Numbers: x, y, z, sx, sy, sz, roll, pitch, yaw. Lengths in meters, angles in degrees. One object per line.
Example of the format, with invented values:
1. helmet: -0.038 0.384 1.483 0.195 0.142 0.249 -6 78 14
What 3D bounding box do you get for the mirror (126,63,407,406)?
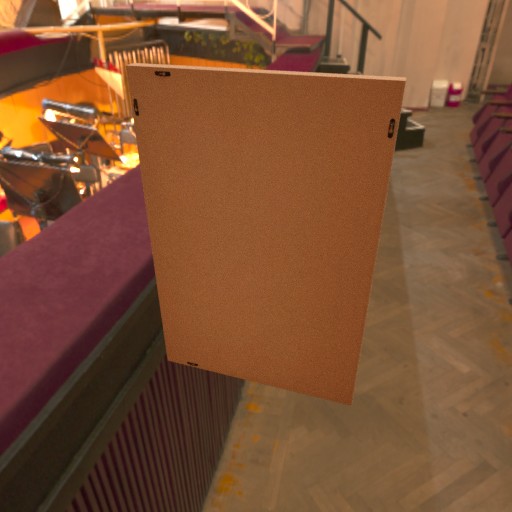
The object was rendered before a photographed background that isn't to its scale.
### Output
1. mirror: 0.000 0.000 1.174 0.609 0.915 0.041 10 33 15
